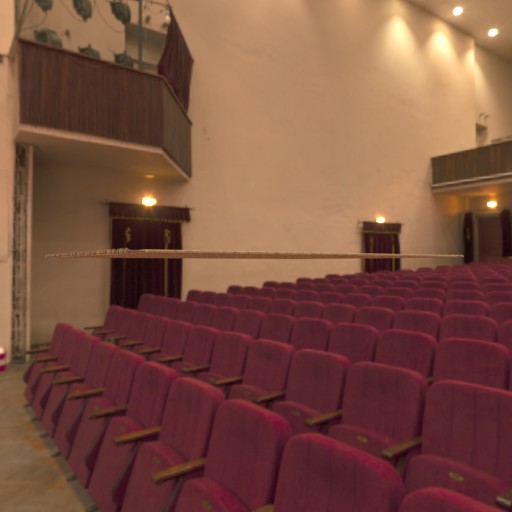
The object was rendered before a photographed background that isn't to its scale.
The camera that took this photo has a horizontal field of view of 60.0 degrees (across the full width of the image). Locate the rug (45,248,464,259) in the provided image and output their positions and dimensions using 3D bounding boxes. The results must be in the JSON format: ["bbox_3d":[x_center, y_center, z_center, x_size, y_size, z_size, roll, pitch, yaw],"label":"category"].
[{"bbox_3d":[0.000,0.000,2.273,1.771,0.015,1.223,1,-1,-35],"label":"rug"}]
